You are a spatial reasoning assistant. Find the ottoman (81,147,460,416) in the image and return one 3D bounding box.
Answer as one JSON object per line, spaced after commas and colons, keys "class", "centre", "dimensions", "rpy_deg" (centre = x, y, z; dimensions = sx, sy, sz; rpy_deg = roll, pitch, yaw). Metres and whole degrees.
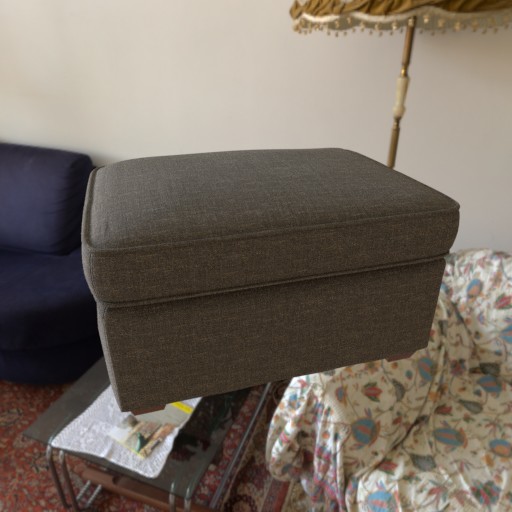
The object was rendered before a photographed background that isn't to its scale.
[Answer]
{"class": "ottoman", "centre": [0.000, 0.000, 1.097], "dimensions": [0.749, 0.450, 0.549], "rpy_deg": [-8, 28, -15]}
